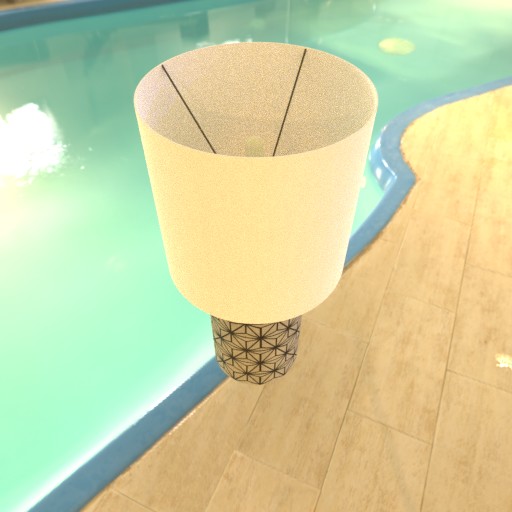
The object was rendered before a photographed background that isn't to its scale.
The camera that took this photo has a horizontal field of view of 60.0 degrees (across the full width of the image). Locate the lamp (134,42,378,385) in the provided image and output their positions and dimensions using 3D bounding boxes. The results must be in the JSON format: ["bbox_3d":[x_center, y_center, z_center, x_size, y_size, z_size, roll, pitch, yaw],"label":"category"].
[{"bbox_3d":[0.000,0.000,0.531,0.206,0.416,0.206,23,51,20],"label":"lamp"}]
